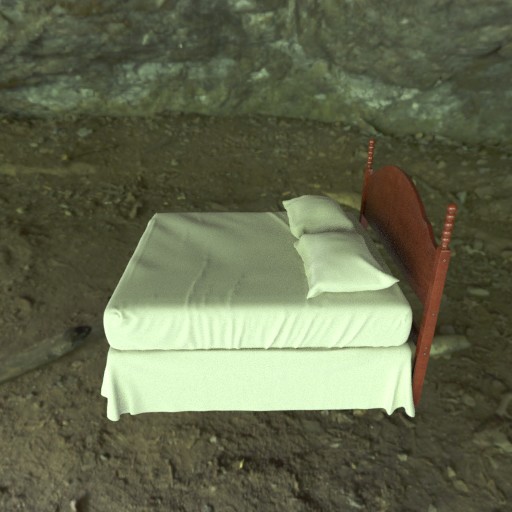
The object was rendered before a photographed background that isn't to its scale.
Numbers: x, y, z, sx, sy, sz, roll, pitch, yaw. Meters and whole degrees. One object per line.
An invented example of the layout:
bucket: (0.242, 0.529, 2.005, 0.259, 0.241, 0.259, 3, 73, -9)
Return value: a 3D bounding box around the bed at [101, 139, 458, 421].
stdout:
bed: (0.000, 0.000, 3.239, 2.040, 1.356, 1.873, -1, 26, -1)
